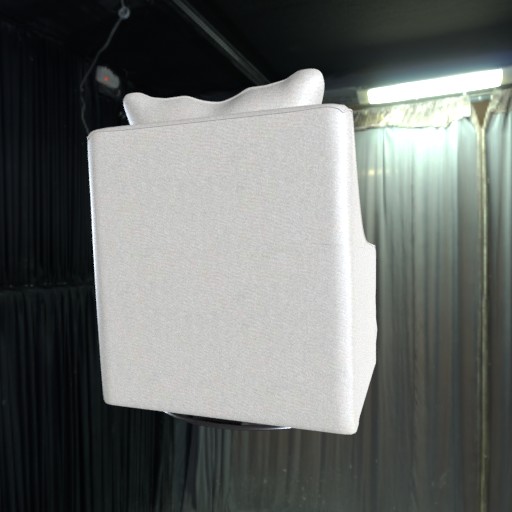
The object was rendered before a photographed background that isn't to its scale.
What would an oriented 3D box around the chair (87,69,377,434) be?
[{"bbox_3d":[0.000,0.000,1.539,0.760,0.942,0.876,0,0,19],"label":"chair"}]
